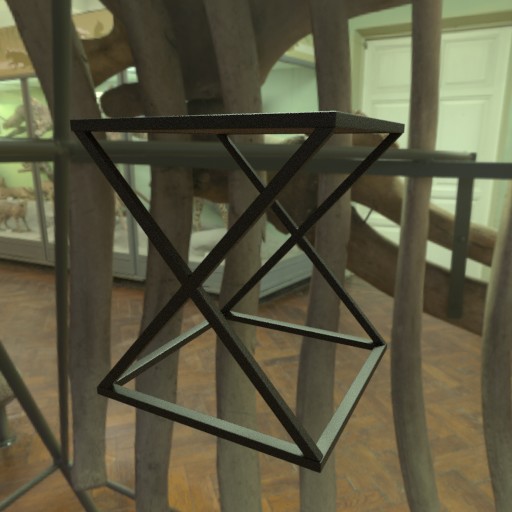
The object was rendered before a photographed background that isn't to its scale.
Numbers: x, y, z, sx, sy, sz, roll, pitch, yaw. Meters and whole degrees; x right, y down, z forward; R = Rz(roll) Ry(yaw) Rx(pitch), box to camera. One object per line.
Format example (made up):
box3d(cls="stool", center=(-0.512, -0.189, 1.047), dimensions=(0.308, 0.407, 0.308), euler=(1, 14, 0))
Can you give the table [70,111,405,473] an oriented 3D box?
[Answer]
box3d(cls="table", center=(0.000, 0.000, 0.974), dimensions=(0.500, 0.565, 0.500), euler=(8, 16, 27))
